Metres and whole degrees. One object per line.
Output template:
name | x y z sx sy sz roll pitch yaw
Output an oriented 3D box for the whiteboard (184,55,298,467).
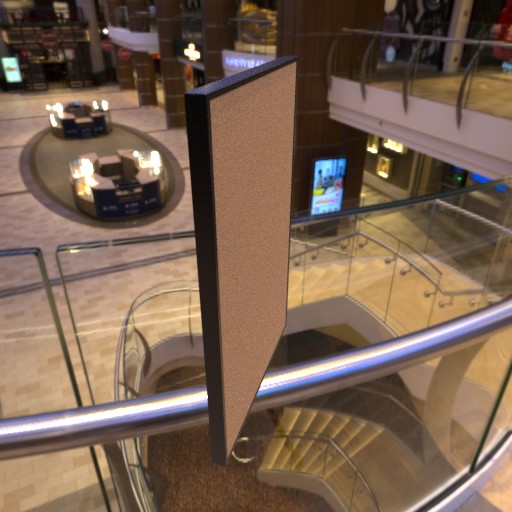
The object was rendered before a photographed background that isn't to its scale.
whiteboard | 0.000 0.000 0.780 0.026 0.611 0.406 9 31 16
